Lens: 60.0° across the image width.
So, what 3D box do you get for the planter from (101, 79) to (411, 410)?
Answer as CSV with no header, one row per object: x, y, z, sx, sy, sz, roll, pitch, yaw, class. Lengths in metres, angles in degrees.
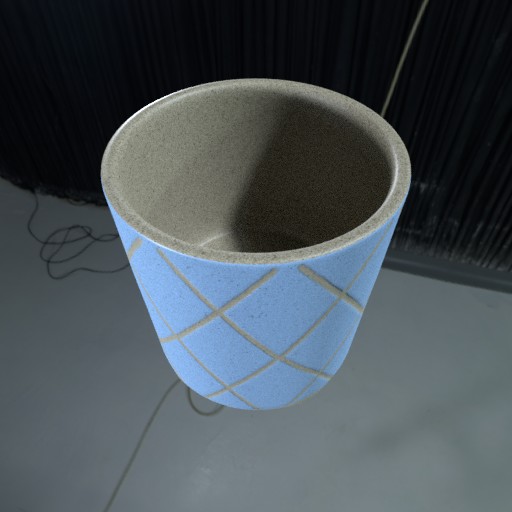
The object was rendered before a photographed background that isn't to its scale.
0.000,0.000,0.352,0.191,0.200,0.191,0,48,0,planter
